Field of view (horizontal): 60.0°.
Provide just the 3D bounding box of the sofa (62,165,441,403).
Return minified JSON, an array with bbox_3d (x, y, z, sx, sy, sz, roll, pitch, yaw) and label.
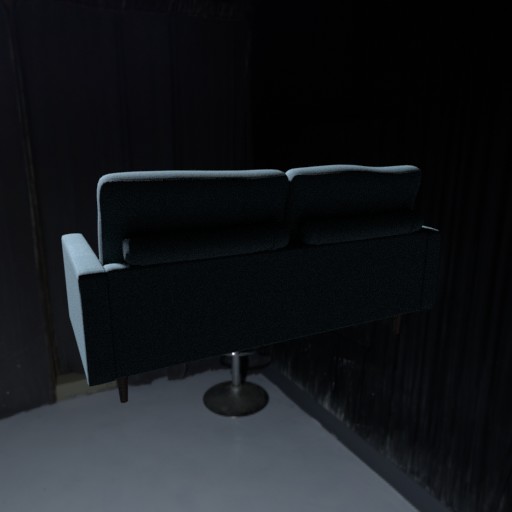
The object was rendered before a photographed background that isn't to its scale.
[{"bbox_3d":[0.000,0.000,2.579,2.010,1.050,0.966,-7,16,-26],"label":"sofa"}]
